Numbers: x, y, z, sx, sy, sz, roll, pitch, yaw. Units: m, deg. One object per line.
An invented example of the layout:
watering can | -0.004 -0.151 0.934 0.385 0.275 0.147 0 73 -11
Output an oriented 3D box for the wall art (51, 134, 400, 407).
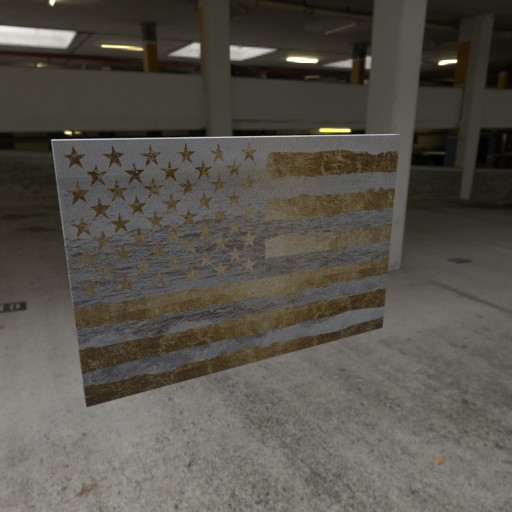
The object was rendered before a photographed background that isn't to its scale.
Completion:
wall art | 0.000 0.000 1.464 1.145 0.762 0.041 -9 19 -26
